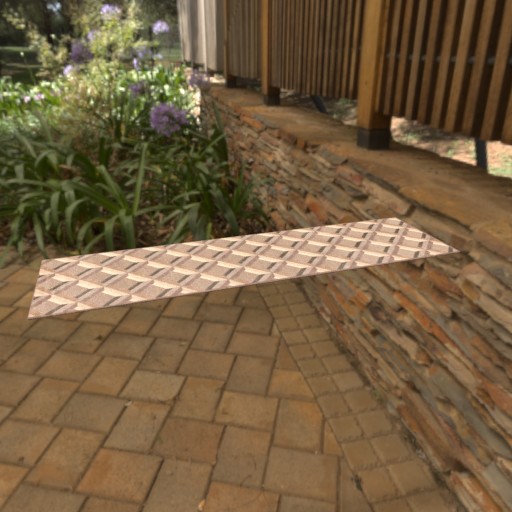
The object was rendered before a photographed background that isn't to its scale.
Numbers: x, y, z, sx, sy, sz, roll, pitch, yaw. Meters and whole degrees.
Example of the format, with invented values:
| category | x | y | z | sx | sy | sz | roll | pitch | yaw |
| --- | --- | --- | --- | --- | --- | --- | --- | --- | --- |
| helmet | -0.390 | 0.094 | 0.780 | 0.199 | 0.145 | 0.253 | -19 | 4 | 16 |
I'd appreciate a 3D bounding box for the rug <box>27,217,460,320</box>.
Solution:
| category | x | y | z | sx | sy | sz | roll | pitch | yaw |
| --- | --- | --- | --- | --- | --- | --- | --- | --- | --- |
| rug | 0.000 | 0.000 | 2.674 | 2.437 | 0.013 | 0.685 | -8 | 25 | -17 |
